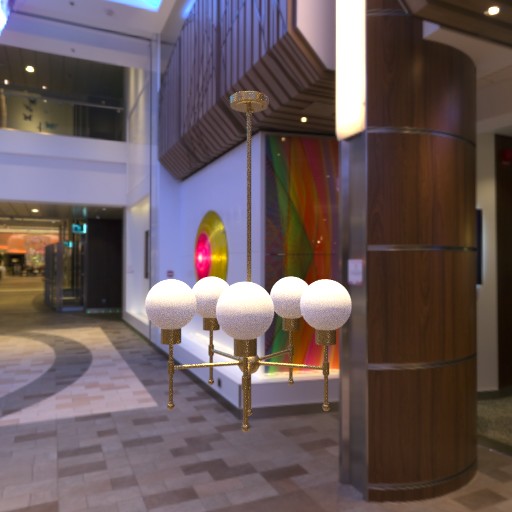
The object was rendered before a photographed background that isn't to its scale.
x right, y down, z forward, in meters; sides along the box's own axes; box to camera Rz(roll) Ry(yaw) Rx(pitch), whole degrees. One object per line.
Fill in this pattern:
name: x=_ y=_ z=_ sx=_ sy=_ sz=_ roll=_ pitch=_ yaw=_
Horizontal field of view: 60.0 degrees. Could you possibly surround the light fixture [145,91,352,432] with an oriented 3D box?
light fixture: x=0.000 y=0.000 z=1.852 sx=0.785 sy=1.331 sz=0.815 roll=0 pitch=-1 yaw=19
